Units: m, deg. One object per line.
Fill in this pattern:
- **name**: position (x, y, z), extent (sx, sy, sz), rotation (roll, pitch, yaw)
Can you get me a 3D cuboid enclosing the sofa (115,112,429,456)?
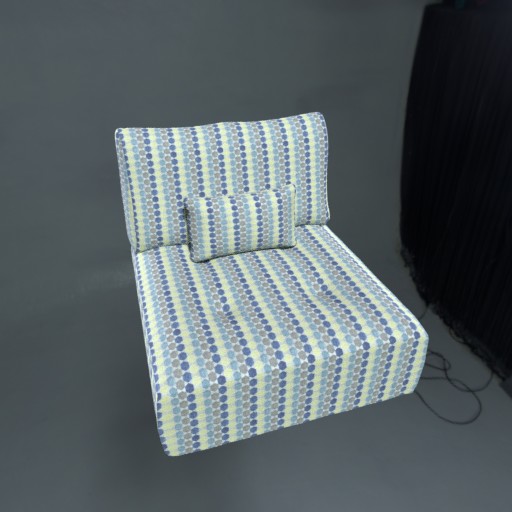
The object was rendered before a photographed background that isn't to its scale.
- **sofa**: position (0.000, 0.000, 1.722), extent (0.930, 0.830, 1.000), rotation (-9, 33, -15)
